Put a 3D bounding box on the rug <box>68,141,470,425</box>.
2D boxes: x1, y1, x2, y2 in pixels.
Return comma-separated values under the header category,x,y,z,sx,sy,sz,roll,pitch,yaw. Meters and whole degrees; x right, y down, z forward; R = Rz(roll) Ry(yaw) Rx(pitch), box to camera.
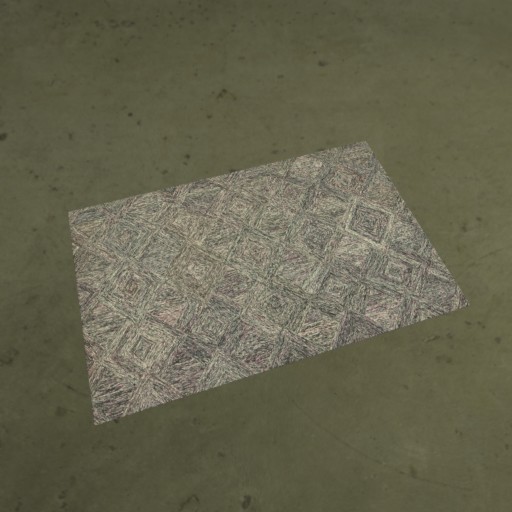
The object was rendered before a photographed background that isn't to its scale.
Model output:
category,x,y,z,sx,sy,sz,roll,pitch,yaw
rug,0.000,0.000,2.931,2.298,0.017,1.501,-15,59,-9
